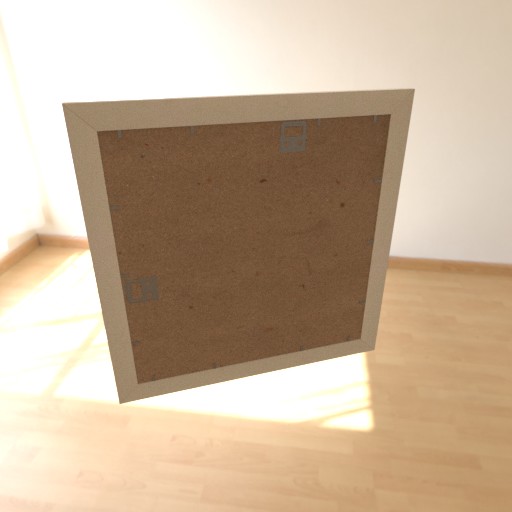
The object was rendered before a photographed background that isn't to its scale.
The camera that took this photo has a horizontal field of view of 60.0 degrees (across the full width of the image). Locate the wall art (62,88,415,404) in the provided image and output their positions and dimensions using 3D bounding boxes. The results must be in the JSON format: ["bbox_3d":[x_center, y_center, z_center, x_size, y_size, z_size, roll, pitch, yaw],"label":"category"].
[{"bbox_3d":[0.000,0.000,0.851,0.584,0.584,0.013,-8,28,-15],"label":"wall art"}]
